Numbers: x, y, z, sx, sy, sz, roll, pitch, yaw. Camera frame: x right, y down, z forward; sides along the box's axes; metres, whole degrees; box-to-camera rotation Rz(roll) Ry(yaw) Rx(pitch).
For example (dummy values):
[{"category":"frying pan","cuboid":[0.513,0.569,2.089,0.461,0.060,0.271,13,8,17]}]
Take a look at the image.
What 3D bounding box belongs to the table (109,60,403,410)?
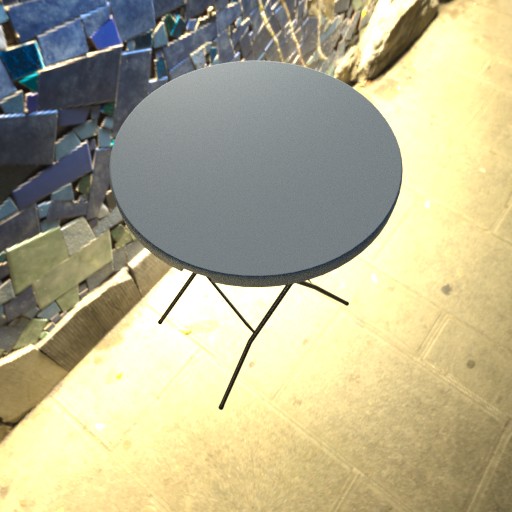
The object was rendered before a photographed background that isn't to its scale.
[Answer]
[{"category":"table","cuboid":[0.000,0.000,1.678,0.795,1.105,0.792,-34,64,-19]}]
